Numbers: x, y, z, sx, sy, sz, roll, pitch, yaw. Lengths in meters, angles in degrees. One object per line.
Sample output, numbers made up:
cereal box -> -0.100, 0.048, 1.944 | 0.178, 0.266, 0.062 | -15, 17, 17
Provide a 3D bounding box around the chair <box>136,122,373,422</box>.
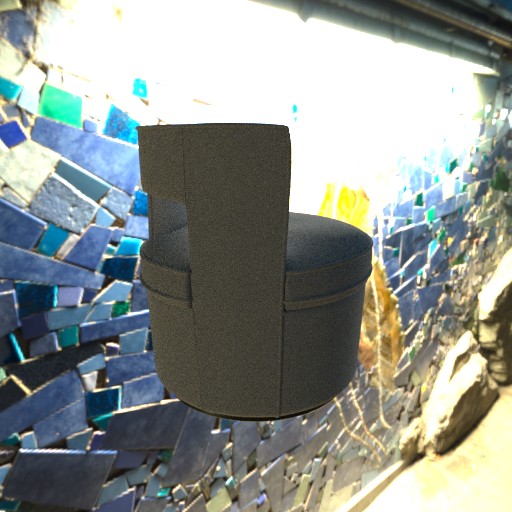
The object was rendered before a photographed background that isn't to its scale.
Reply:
chair -> 0.000, 0.000, 1.287 | 0.665, 0.723, 0.650 | -8, 17, -28
